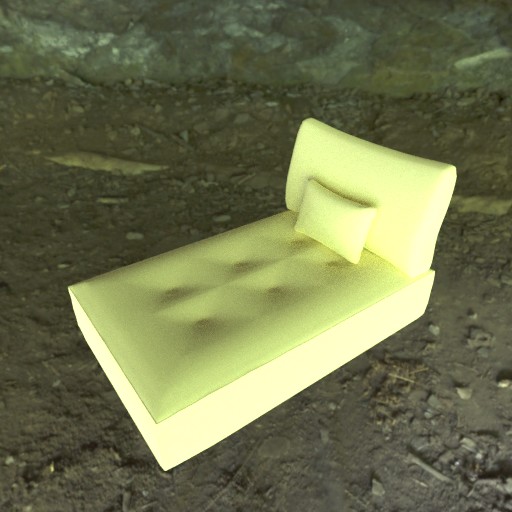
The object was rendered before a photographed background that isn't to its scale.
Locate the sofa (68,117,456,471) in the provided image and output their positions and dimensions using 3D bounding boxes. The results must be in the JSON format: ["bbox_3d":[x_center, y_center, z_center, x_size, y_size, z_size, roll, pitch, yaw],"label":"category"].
[{"bbox_3d":[0.000,0.000,1.982,1.450,0.820,0.930,-21,38,-30],"label":"sofa"}]
